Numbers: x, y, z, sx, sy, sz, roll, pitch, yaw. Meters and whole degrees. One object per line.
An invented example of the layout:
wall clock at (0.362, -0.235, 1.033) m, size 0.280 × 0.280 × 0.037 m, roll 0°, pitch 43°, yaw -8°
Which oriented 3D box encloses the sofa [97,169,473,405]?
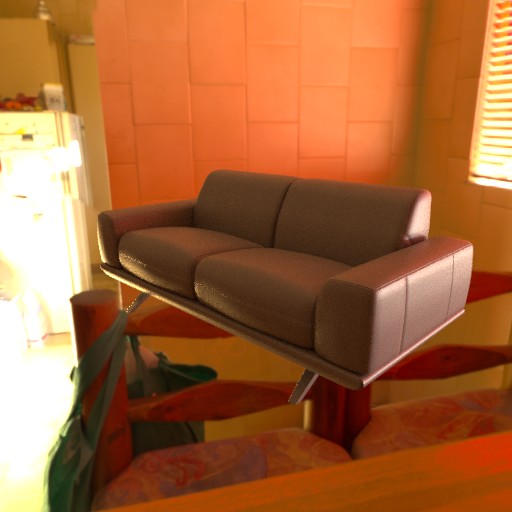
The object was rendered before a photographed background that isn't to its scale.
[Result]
sofa at (0.000, 0.000, 2.357) m, size 1.901 × 0.772 × 0.900 m, roll 16°, pitch 22°, yaw 43°
